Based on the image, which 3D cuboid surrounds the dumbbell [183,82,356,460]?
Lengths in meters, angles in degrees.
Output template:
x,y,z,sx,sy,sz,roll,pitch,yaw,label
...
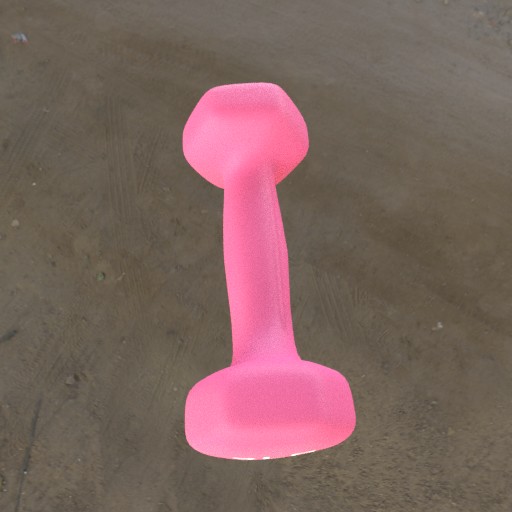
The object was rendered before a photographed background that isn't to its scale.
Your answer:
x,y,z,sx,sy,sz,roll,pitch,yaw,label
0.000,0.000,0.176,0.058,0.053,0.146,-4,64,-2,dumbbell
